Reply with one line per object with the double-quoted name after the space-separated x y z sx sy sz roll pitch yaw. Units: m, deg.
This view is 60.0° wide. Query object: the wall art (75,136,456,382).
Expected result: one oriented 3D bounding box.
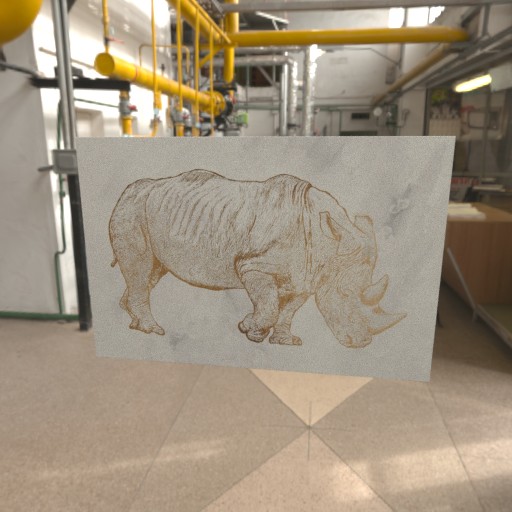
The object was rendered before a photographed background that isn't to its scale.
0.000 0.000 0.489 0.381 0.254 0.038 2 14 9 "wall art"
